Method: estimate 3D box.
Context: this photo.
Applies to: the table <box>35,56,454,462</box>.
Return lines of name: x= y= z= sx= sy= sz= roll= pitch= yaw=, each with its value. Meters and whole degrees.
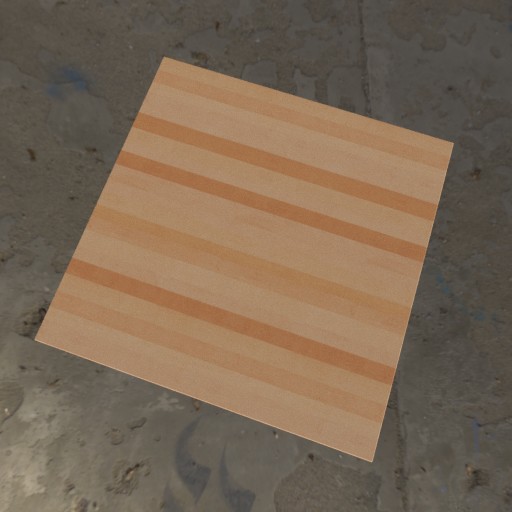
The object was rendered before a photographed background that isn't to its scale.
table: x=0.000 y=0.000 z=1.429 sx=0.900 sy=0.450 sz=0.900 roll=18 pitch=76 yaw=5
